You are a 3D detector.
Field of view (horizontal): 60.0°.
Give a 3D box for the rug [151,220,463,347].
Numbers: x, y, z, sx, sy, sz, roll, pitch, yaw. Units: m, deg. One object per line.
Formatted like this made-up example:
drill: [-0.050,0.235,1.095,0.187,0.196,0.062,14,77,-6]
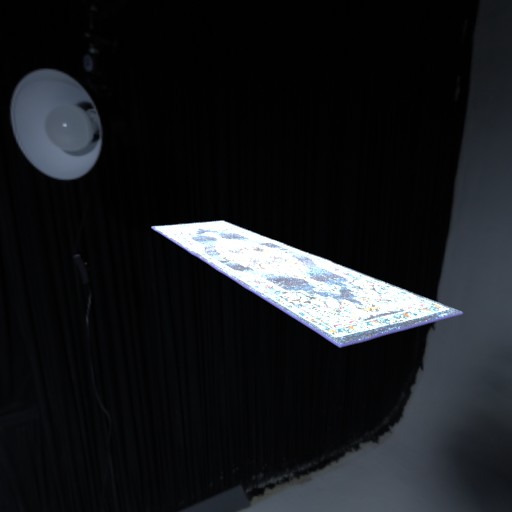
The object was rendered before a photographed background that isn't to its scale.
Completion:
rug: [0.000,0.000,2.535,0.602,0.016,2.283,-8,16,-27]
